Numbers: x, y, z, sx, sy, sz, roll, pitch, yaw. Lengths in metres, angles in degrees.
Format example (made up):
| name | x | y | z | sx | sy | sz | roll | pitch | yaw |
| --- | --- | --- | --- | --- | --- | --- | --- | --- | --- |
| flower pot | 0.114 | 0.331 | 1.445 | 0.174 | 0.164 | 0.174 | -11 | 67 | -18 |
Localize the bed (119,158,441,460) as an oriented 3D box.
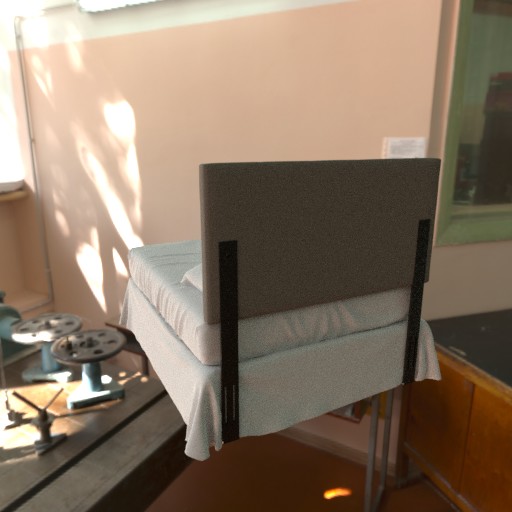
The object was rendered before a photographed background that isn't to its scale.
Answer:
| name | x | y | z | sx | sy | sz | roll | pitch | yaw |
| --- | --- | --- | --- | --- | --- | --- | --- | --- | --- |
| bed | 0.000 | 0.000 | 3.544 | 1.936 | 1.577 | 2.222 | -7 | 16 | -26 |
